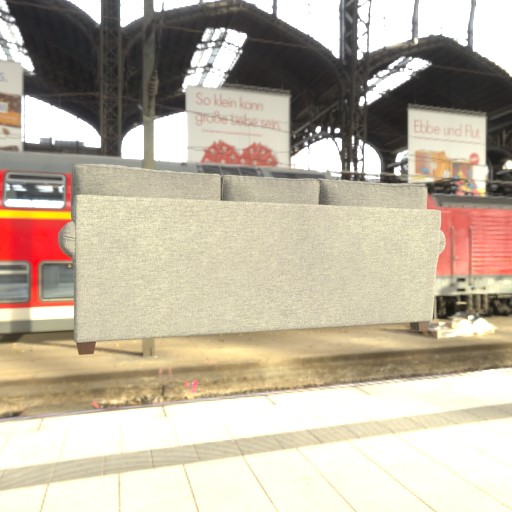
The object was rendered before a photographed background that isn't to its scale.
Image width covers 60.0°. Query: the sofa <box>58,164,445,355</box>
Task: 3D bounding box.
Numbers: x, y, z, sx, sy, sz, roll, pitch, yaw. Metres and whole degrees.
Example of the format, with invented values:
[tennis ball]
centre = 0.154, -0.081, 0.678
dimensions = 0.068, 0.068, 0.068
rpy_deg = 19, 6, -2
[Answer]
[sofa]
centre = 0.000, 0.000, 2.874
dimensions = 2.312, 0.975, 0.965
rpy_deg = 0, 0, -19
